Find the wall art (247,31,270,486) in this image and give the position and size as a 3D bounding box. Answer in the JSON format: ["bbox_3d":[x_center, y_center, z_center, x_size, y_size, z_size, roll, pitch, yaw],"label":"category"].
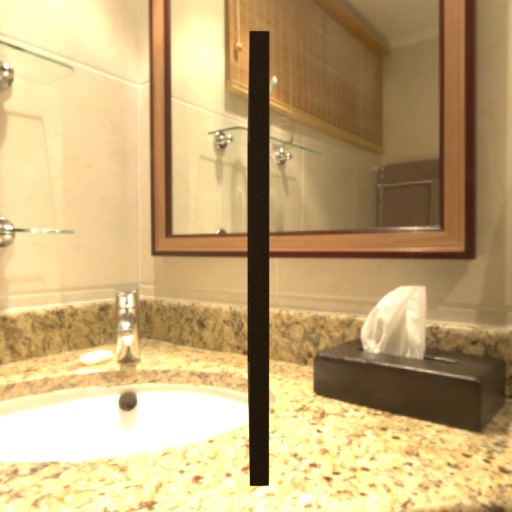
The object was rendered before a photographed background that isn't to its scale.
[{"bbox_3d":[0.000,0.000,1.186,0.043,0.807,0.805,0,1,-1],"label":"wall art"}]
